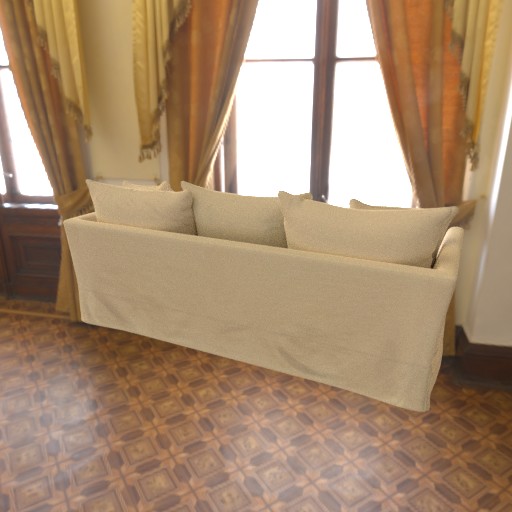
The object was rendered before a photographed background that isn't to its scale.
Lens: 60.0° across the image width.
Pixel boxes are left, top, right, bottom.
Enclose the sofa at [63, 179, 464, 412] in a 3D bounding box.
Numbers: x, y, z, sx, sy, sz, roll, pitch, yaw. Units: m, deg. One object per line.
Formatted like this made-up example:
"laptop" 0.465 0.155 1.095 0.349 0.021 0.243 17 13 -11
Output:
"sofa" 0.000 0.000 2.996 2.484 1.042 1.030 9 20 24
